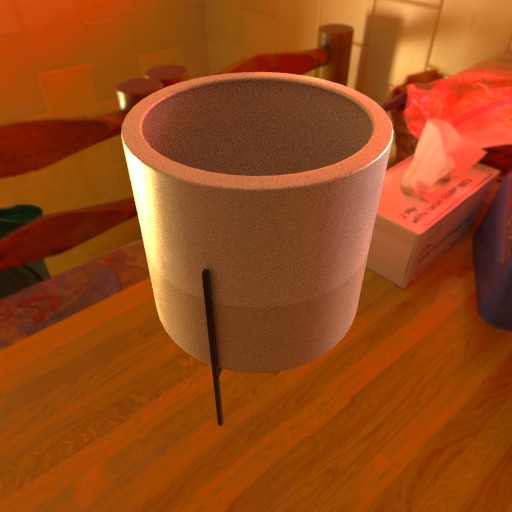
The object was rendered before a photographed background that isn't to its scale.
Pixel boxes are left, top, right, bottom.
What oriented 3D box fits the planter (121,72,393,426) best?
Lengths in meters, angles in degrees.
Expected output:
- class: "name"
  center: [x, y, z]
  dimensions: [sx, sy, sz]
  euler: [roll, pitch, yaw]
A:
- class: "planter"
  center: [0.000, 0.000, 0.746]
  dimensions: [0.359, 0.484, 0.368]
  euler: [14, 43, 15]
